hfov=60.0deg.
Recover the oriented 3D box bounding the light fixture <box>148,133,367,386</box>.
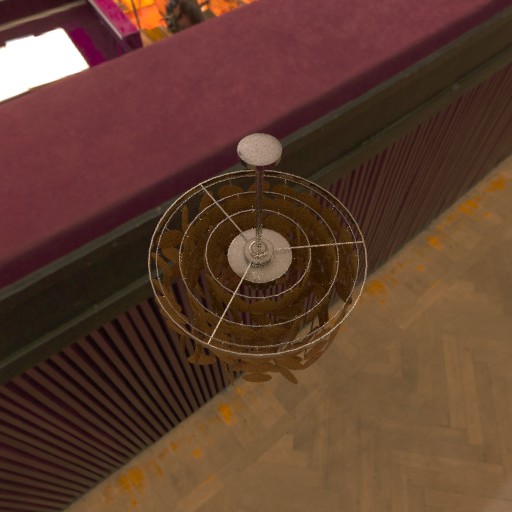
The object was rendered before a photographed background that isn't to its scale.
[{"bbox_3d":[0.000,0.000,0.739,0.368,0.492,0.368,0,58,0],"label":"light fixture"}]
